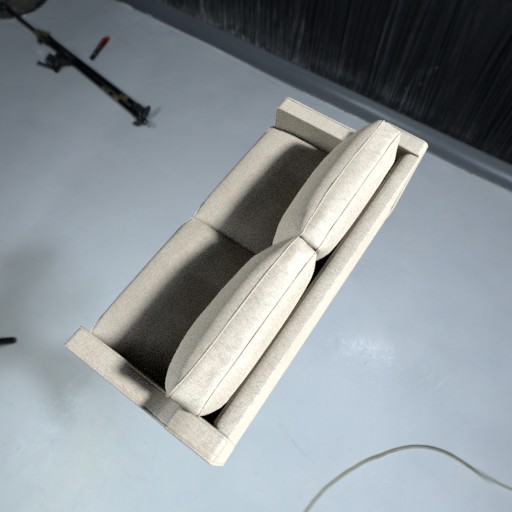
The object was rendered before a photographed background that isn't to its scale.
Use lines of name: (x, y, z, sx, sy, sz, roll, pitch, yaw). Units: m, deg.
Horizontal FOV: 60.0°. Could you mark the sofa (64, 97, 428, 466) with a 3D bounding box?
sofa: (0.000, 0.000, 2.771, 1.073, 1.074, 2.181, 32, 68, 14)
